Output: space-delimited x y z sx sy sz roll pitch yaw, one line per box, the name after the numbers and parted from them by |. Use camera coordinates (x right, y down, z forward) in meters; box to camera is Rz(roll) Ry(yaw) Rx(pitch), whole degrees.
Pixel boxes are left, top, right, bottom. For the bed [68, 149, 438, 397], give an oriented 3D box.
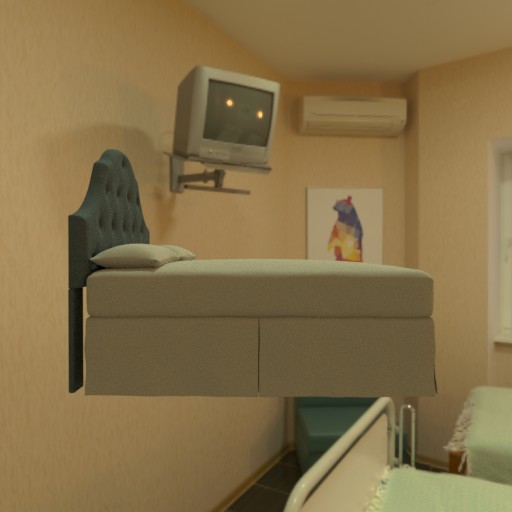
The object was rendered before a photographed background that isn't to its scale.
0.000 0.000 3.307 2.155 1.575 1.636 0 1 1 | bed
